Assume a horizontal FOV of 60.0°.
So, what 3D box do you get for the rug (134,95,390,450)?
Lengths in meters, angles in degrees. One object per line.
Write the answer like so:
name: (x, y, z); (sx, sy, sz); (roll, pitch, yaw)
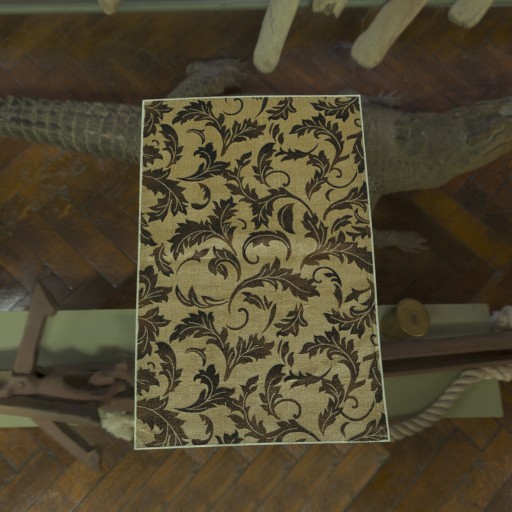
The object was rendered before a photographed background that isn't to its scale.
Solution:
rug: (0.000, 0.000, 2.849); (1.522, 0.008, 2.284); (-2, 78, 0)
